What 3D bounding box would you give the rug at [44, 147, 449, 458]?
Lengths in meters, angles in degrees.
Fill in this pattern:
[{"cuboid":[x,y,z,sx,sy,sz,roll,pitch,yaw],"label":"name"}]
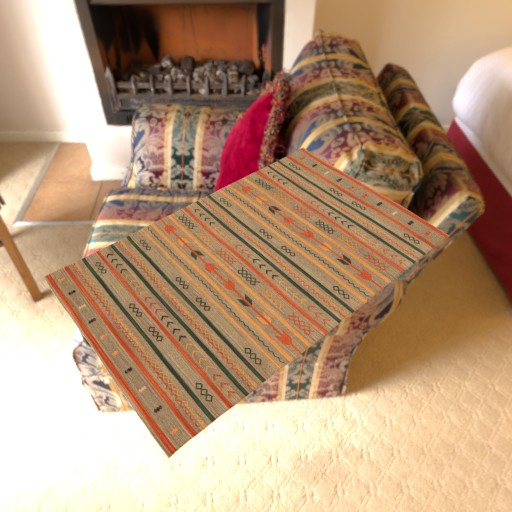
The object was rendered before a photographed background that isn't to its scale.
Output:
[{"cuboid":[0.000,0.000,3.111,2.439,0.029,1.537,-32,54,-27],"label":"rug"}]
